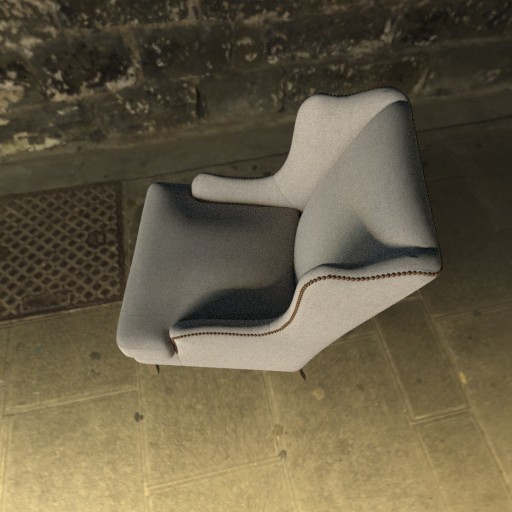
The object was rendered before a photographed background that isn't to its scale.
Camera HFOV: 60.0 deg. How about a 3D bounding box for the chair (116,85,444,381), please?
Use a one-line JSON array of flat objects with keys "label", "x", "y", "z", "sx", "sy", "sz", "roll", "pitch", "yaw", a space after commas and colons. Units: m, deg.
[{"label": "chair", "x": 0.000, "y": 0.000, "z": 1.646, "sx": 0.940, "sy": 1.029, "sz": 0.737, "roll": 2, "pitch": 59, "yaw": 1}]
